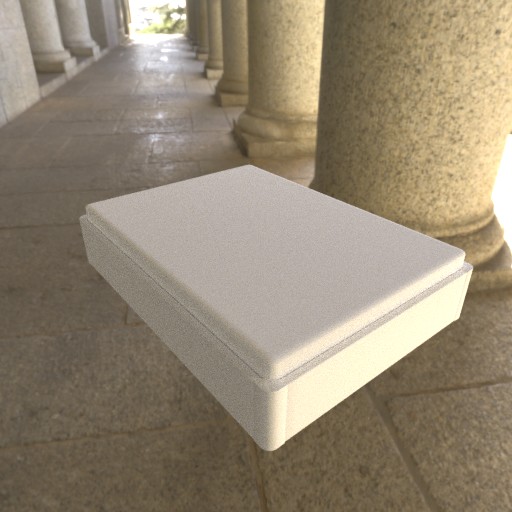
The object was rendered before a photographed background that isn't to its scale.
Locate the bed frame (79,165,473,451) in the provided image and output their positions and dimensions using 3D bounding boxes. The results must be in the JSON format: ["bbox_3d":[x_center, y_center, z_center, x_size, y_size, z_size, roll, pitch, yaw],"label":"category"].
[{"bbox_3d":[0.000,0.000,2.612,1.400,0.406,1.900,-21,36,-33],"label":"bed frame"}]
